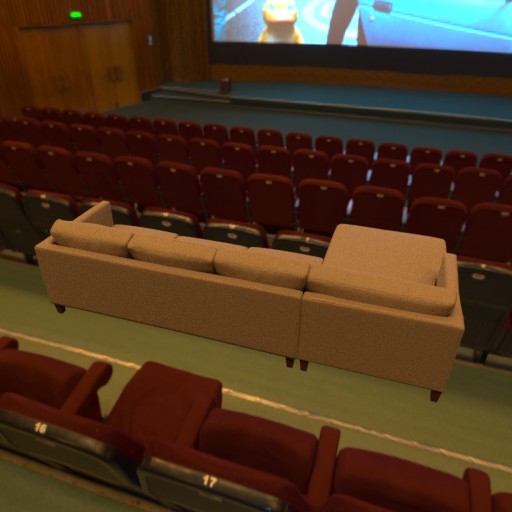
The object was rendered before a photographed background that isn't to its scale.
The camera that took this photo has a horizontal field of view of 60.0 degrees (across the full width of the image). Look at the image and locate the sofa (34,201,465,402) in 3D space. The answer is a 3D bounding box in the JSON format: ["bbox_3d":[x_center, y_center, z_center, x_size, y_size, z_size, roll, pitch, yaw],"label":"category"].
[{"bbox_3d":[0.000,0.000,3.863,3.186,0.846,1.625,10,33,15],"label":"sofa"}]
